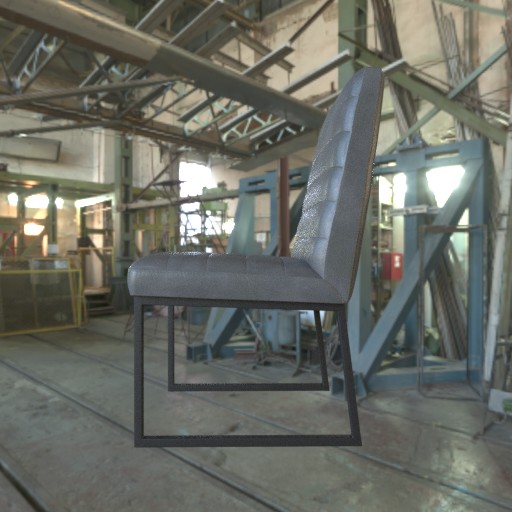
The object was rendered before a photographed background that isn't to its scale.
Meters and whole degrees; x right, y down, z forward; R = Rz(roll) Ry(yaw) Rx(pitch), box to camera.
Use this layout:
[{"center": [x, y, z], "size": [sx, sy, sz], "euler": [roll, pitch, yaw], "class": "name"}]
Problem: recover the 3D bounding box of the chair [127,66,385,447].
[{"center": [0.000, 0.000, 1.309], "size": [0.634, 0.930, 0.520], "euler": [0, 0, -1], "class": "chair"}]
